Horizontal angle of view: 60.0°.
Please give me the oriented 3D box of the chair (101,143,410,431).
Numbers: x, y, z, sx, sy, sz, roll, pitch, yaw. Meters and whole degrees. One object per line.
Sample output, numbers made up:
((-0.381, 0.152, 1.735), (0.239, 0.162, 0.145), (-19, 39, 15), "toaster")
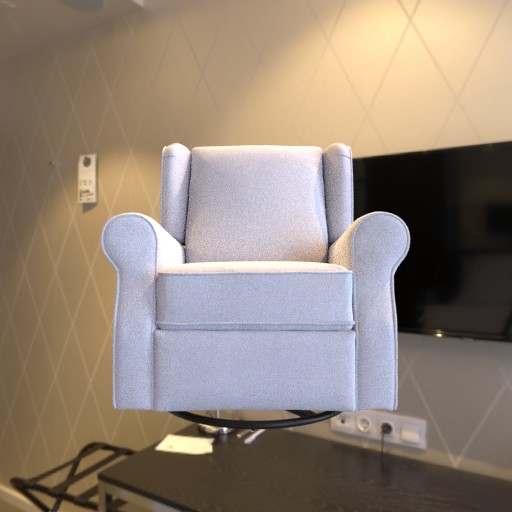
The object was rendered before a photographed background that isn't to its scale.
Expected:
((0.000, 0.000, 1.645), (0.906, 0.967, 0.854), (0, 0, 1), "chair")
